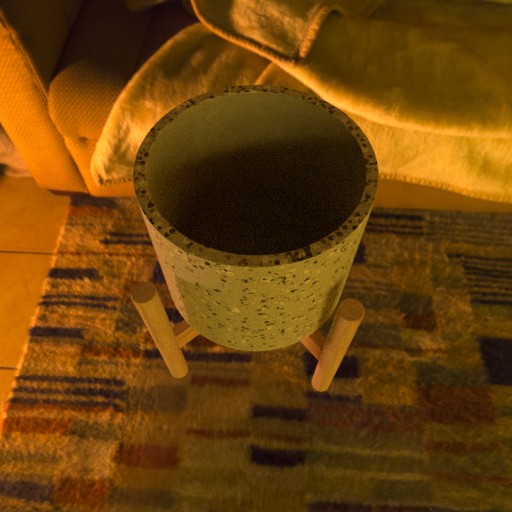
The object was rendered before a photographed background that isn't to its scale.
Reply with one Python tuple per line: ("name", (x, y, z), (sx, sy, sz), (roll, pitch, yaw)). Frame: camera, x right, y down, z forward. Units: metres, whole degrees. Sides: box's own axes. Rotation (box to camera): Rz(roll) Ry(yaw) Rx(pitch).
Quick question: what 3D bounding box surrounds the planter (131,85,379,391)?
("planter", (0.000, 0.000, 0.540), (0.284, 0.320, 0.284), (-15, 59, -9))
